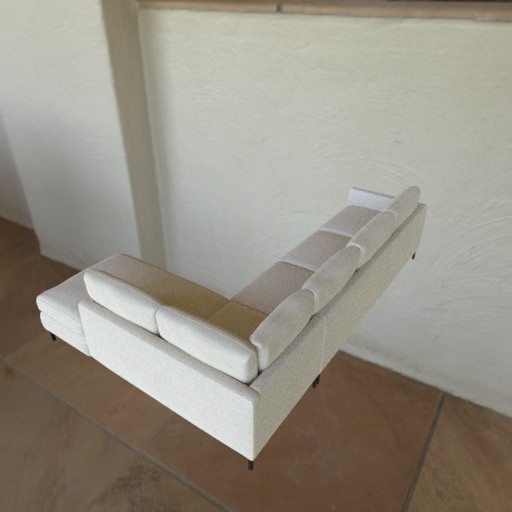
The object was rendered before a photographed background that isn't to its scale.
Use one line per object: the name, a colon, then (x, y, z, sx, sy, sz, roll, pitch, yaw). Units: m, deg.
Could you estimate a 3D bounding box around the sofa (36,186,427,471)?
sofa: (0.000, 0.000, 3.833, 2.007, 0.815, 2.949, 20, 37, 30)
